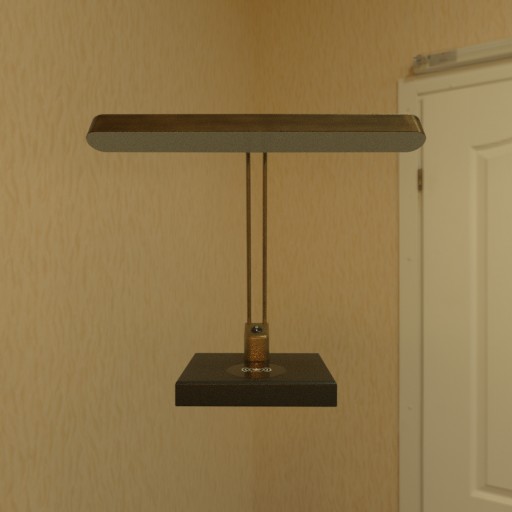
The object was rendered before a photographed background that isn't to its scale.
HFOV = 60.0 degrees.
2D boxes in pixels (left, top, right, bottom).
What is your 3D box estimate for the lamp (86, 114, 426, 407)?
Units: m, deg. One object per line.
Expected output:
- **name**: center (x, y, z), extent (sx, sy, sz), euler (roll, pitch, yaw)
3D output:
- **lamp**: center (0.000, 0.000, 0.585), extent (0.412, 0.345, 0.156), euler (0, 0, 1)
